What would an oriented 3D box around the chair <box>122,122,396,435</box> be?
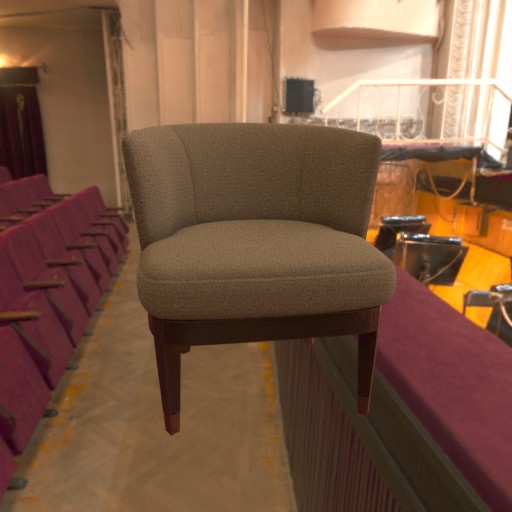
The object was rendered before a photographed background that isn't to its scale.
[{"bbox_3d":[0.000,0.000,1.284,0.700,0.760,0.660,-2,15,-9],"label":"chair"}]
